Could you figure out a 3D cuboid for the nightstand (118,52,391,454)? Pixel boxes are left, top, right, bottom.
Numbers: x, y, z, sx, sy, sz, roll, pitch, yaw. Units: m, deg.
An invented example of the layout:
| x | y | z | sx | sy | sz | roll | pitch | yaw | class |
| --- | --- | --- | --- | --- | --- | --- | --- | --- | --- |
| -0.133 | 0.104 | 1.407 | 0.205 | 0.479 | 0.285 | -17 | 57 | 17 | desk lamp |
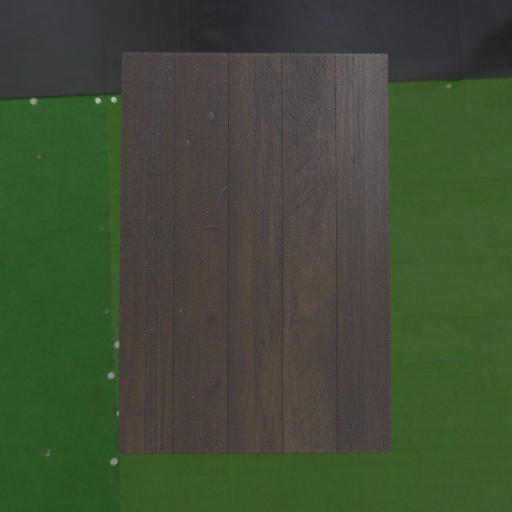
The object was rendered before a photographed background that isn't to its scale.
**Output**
| x | y | z | sx | sy | sz | roll | pitch | yaw | class |
| --- | --- | --- | --- | --- | --- | --- | --- | --- | --- |
| 0.000 | 0.000 | 1.017 | 0.450 | 0.599 | 0.650 | 0 | 88 | -1 | nightstand |
